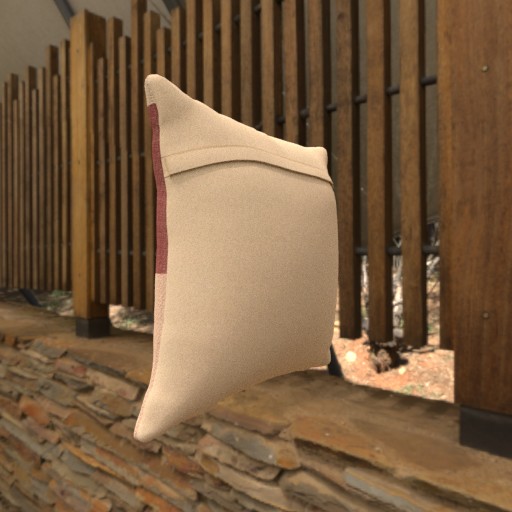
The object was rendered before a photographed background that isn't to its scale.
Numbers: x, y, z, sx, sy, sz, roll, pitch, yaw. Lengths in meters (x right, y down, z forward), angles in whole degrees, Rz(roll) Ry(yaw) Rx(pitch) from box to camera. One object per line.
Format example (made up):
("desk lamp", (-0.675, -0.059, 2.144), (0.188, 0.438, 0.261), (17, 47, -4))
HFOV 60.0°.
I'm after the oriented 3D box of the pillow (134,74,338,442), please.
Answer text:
("pillow", (0.000, 0.000, 0.809), (0.229, 0.506, 0.536), (0, 0, 37))
